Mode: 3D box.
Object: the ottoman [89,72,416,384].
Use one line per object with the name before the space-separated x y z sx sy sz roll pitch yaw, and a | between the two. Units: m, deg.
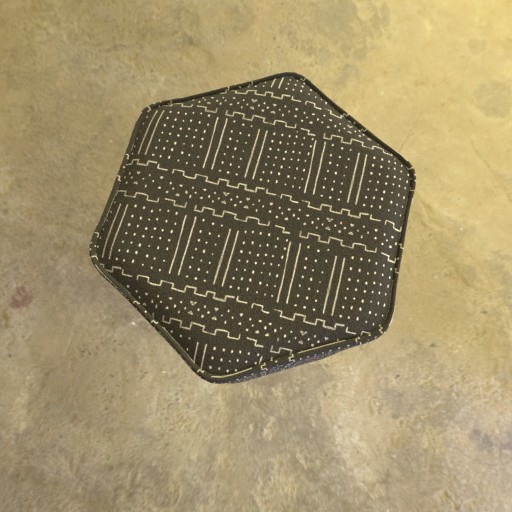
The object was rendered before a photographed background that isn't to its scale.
ottoman | 0.000 0.000 0.867 0.443 0.502 0.494 14 75 4
